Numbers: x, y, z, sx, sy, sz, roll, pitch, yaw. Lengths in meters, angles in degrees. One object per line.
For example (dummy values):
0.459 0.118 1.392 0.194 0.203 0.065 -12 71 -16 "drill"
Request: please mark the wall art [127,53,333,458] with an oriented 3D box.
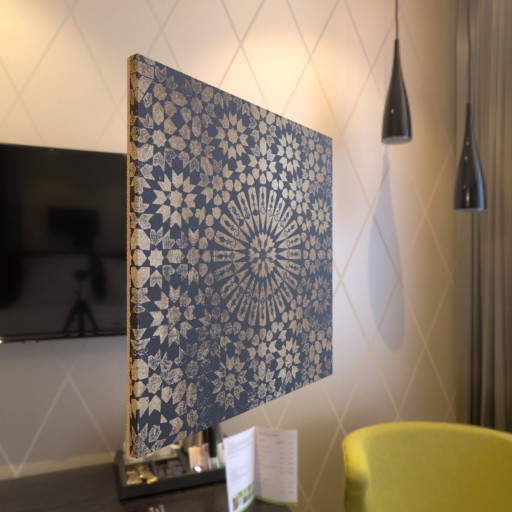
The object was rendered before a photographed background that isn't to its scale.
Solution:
0.000 0.000 1.365 0.038 0.914 0.914 0 0 38 "wall art"
